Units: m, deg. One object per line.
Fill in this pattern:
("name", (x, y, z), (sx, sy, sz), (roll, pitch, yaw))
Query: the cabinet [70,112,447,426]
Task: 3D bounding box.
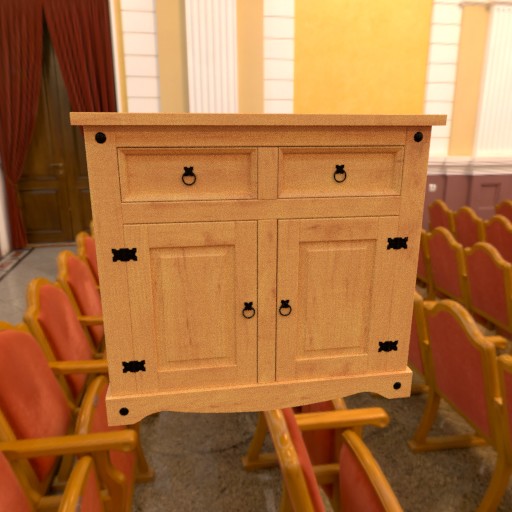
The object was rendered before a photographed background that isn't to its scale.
("cabinet", (0.000, 0.000, 1.394), (0.920, 0.840, 0.450), (-3, 16, -9))
